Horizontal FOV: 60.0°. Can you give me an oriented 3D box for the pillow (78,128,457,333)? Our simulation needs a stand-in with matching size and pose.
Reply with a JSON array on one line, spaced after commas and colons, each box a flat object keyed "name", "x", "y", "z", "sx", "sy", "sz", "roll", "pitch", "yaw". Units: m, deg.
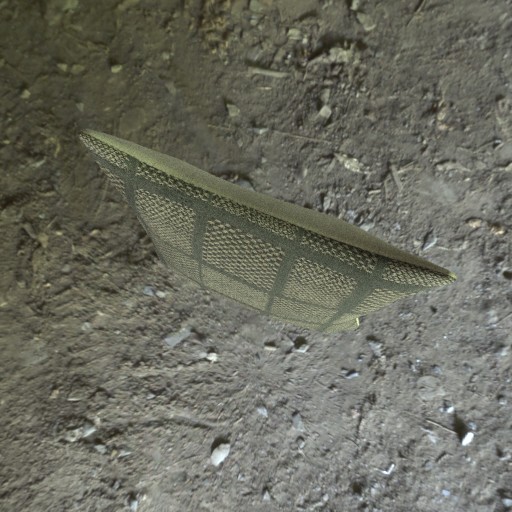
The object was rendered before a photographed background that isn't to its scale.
[{"name": "pillow", "x": 0.000, "y": 0.000, "z": 0.674, "sx": 0.435, "sy": 0.432, "sz": 0.138, "roll": 22, "pitch": 77, "yaw": 6}]
